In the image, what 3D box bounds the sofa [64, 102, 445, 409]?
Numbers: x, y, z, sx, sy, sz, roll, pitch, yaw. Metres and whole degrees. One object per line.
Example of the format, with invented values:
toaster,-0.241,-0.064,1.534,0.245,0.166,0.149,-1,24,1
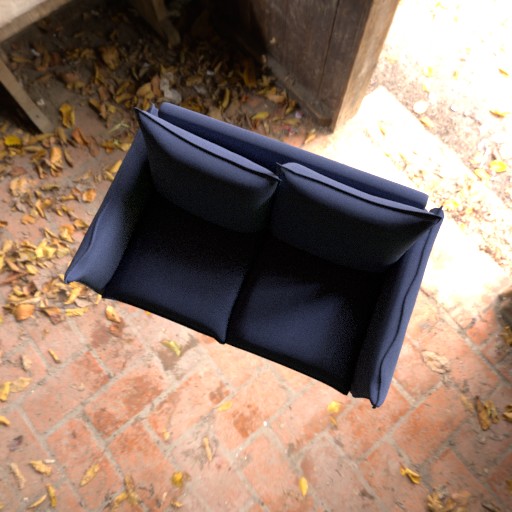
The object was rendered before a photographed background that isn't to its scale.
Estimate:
sofa,0.000,0.000,1.875,1.300,0.840,0.820,21,75,6
